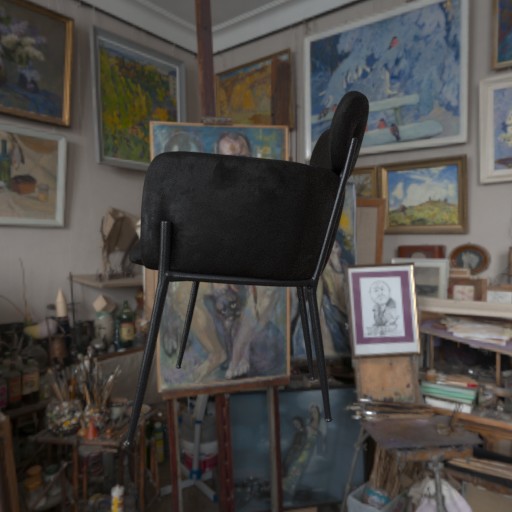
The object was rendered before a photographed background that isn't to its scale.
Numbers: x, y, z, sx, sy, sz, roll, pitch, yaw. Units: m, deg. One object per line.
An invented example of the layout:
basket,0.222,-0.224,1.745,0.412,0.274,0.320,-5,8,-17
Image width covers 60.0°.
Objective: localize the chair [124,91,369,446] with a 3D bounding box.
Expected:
chair,0.000,0.000,1.266,0.604,0.818,0.640,0,2,0
